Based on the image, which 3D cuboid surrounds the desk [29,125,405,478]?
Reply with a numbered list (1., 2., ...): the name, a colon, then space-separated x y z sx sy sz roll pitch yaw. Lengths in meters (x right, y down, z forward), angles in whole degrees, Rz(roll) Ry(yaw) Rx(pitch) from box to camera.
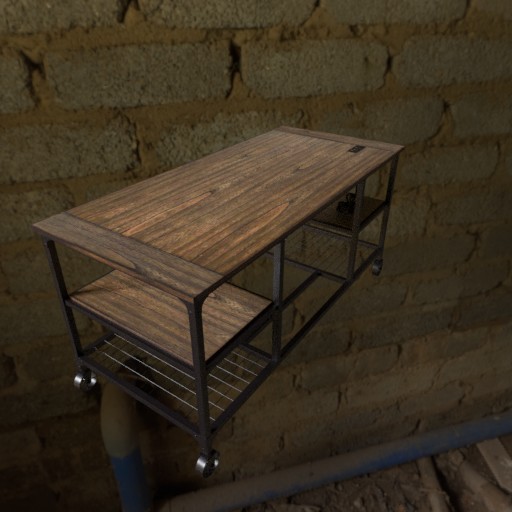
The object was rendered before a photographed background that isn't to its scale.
1. desk: 0.000 0.000 2.001 0.711 0.751 1.590 19 36 30
